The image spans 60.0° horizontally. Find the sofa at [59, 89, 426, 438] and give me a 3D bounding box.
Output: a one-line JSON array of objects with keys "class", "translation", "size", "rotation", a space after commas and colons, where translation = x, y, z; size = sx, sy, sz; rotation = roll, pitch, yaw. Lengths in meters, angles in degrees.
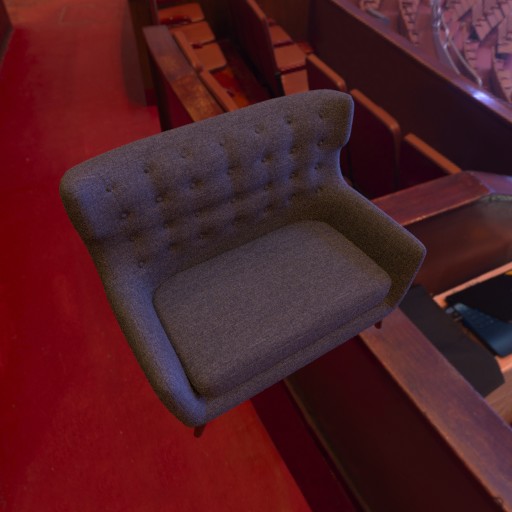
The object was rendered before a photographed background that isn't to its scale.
[{"class": "sofa", "translation": [0.000, 0.000, 2.041], "size": [1.358, 1.028, 0.874], "rotation": [-25, 51, -22]}]
